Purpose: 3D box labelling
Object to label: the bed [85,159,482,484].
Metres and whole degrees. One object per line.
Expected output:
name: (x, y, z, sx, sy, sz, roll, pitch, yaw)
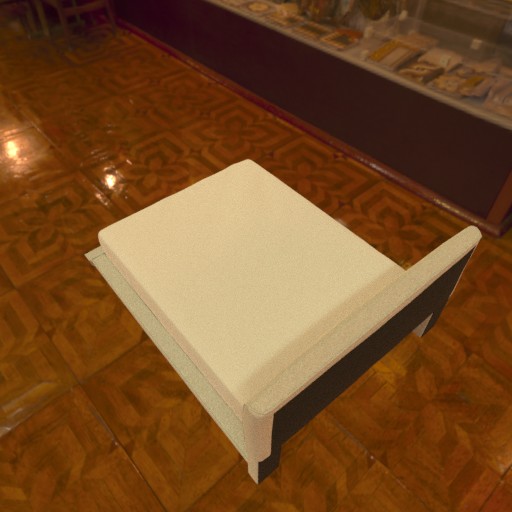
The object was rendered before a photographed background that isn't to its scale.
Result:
bed: (0.000, 0.000, 3.547, 1.980, 1.126, 2.498, -32, 55, -25)
